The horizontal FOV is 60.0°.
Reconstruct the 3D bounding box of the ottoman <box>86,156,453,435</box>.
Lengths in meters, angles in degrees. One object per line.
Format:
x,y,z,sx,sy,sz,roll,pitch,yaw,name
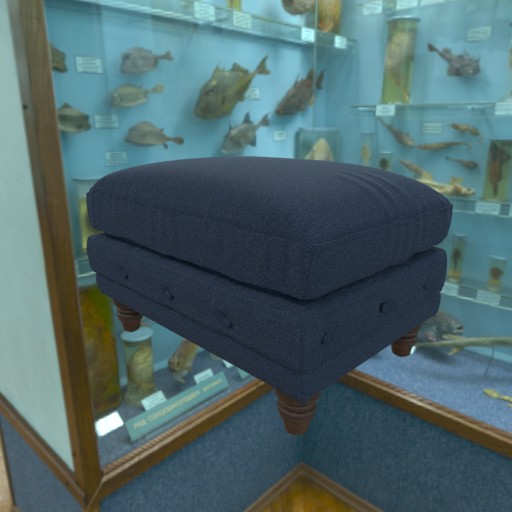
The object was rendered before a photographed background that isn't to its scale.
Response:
0.000,0.000,1.135,0.558,0.486,0.767,-16,23,-43,ottoman
